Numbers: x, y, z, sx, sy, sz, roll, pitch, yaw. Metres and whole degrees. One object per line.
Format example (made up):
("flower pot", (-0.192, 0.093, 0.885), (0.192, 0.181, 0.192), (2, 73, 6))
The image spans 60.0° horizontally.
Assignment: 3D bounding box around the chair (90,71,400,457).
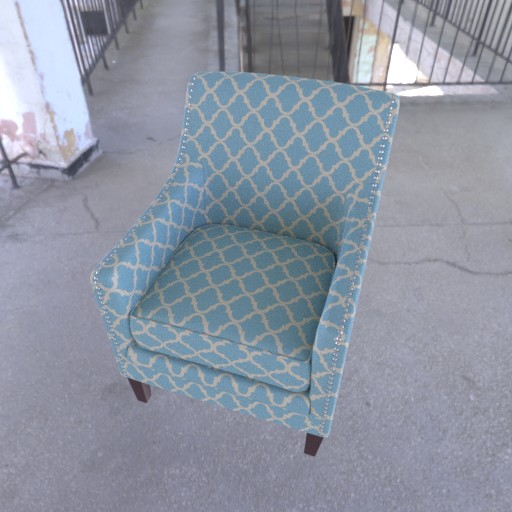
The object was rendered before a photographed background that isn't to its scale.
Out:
("chair", (0.000, 0.000, 1.290), (0.617, 0.817, 0.686), (12, 42, 14))
